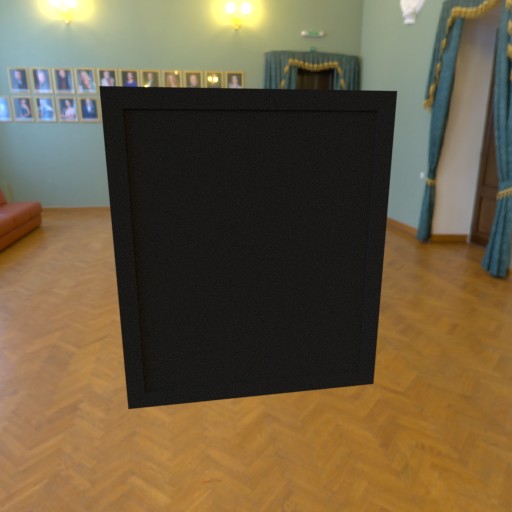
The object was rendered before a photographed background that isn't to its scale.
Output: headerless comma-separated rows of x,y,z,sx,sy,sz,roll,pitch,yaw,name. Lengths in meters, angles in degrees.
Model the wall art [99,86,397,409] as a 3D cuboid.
0.000,0.000,0.511,0.311,0.361,0.010,-3,16,-10,wall art
